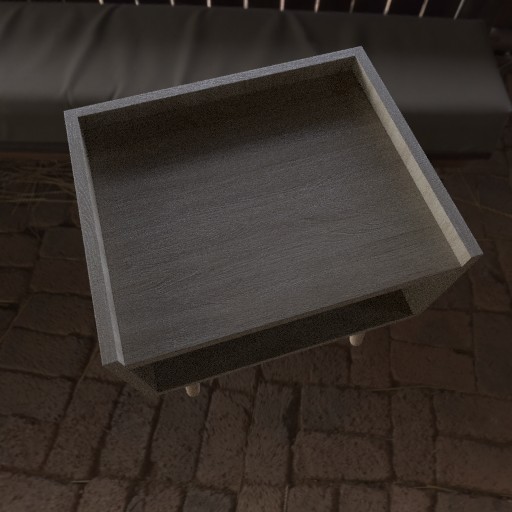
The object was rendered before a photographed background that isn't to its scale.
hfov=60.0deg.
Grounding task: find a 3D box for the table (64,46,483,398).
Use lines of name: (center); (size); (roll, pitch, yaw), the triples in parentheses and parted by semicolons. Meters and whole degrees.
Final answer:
table: (0.000, 0.000, 0.784); (0.450, 0.470, 0.370); (-15, 65, -7)
